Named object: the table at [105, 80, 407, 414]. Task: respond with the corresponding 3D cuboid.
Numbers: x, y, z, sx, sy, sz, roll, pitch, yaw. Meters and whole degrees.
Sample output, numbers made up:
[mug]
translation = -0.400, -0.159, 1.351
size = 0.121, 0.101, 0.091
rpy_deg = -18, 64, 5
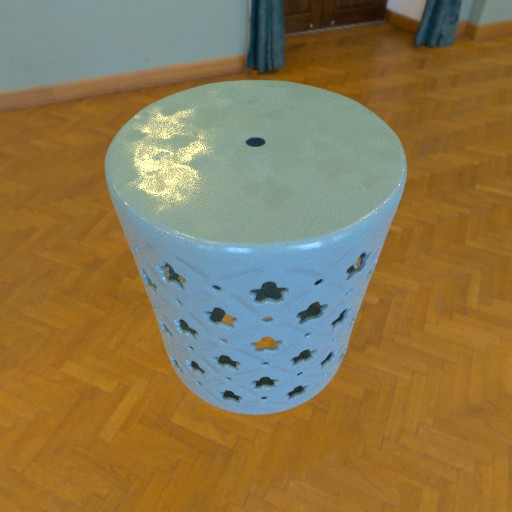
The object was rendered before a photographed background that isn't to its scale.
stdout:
[table]
translation = 0.000, 0.000, 0.656
size = 0.352, 0.387, 0.352
rpy_deg = 0, 46, 0
